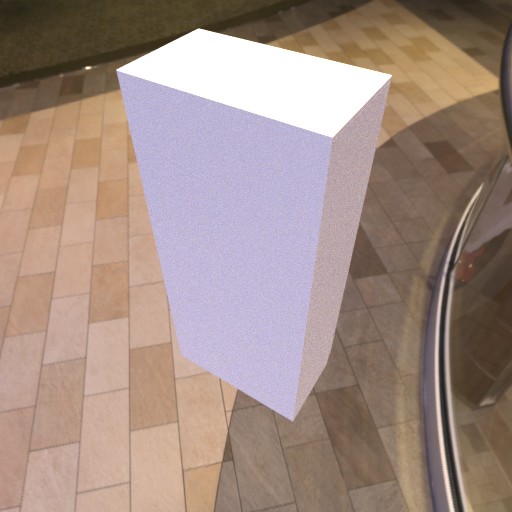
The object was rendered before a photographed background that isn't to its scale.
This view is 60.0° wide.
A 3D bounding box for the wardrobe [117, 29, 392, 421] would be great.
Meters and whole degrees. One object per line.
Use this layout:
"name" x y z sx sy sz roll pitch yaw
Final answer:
"wardrobe" 0.000 0.000 2.023 0.760 1.700 0.470 24 51 22
